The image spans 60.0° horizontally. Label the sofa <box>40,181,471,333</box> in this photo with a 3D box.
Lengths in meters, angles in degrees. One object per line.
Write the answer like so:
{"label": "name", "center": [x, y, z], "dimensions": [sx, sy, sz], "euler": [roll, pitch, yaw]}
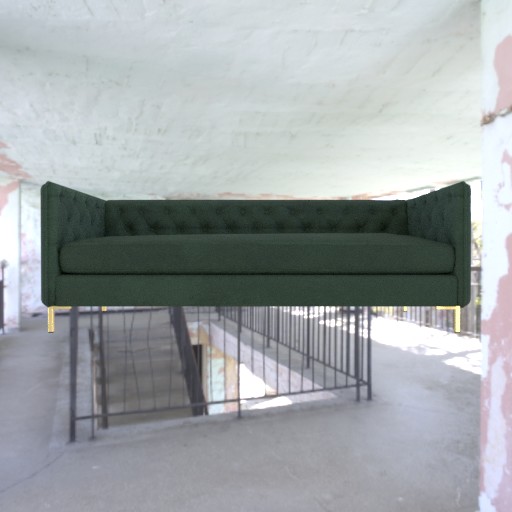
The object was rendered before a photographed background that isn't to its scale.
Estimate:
{"label": "sofa", "center": [0.000, 0.000, 2.649], "dimensions": [2.209, 0.771, 0.895], "euler": [0, 1, 0]}
